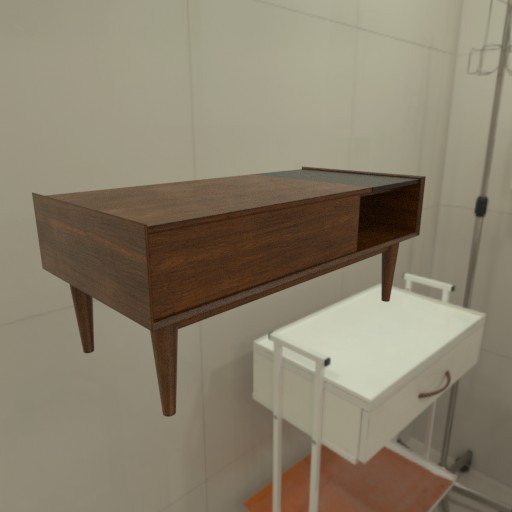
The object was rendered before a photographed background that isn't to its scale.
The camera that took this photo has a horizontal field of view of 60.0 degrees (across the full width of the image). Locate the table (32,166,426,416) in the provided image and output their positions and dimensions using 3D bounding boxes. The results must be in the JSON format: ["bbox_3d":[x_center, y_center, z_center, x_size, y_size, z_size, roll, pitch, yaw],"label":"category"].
[{"bbox_3d":[0.000,0.000,1.558,1.221,0.508,0.610,-16,22,-43],"label":"table"}]
